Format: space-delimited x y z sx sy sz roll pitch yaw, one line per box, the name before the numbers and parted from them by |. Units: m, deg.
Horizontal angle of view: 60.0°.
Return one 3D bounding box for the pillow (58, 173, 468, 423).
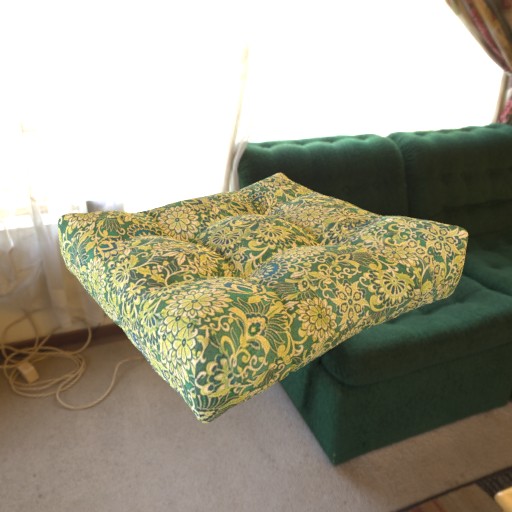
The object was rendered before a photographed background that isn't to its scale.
pillow | 0.000 0.000 0.713 0.490 0.128 0.468 -18 30 -34
